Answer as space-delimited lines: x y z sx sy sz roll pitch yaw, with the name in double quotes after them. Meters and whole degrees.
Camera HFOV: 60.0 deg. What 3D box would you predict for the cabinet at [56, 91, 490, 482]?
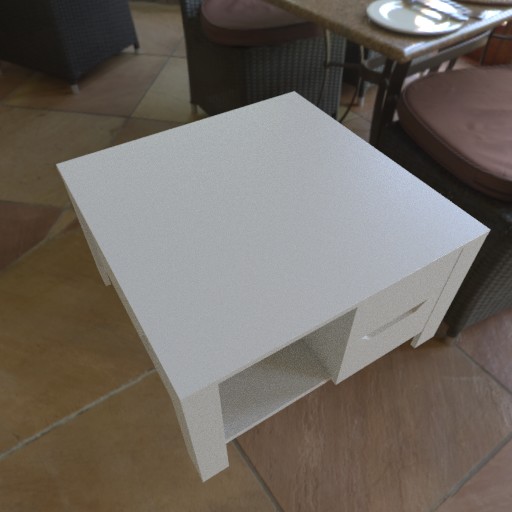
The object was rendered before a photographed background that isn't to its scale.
0.000 0.000 1.296 0.800 0.460 0.800 -24 52 -21 "cabinet"
